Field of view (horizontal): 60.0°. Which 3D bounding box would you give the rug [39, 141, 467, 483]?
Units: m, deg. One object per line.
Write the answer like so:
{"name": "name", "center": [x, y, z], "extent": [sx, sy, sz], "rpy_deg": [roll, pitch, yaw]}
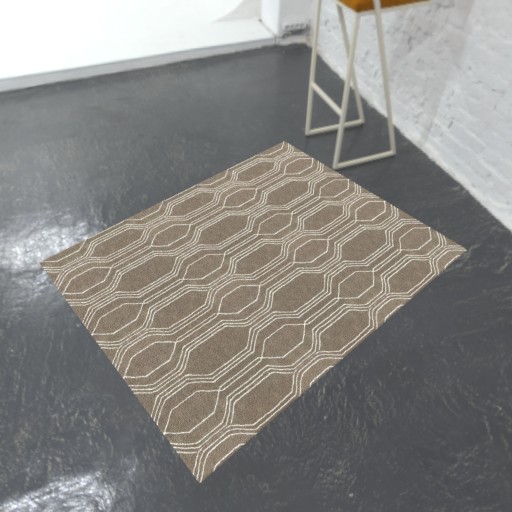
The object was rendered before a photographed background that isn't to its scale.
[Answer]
{"name": "rug", "center": [0.000, 0.000, 4.059], "extent": [3.062, 0.012, 2.457], "rpy_deg": [-32, 54, -27]}
